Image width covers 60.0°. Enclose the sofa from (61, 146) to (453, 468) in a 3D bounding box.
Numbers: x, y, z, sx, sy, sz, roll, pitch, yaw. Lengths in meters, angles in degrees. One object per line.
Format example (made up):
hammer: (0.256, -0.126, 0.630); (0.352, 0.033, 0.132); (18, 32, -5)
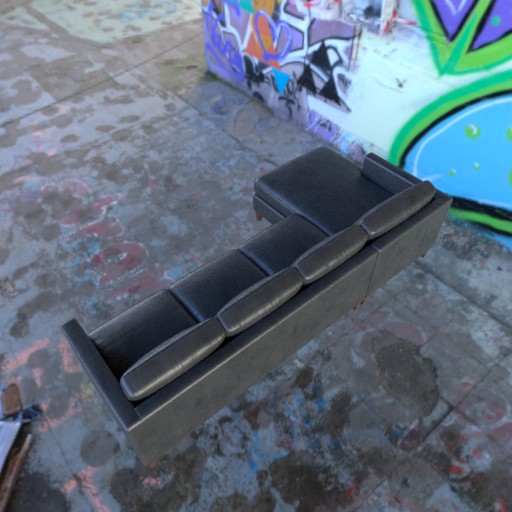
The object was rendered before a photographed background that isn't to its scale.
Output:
sofa: (0.000, 0.000, 3.810); (3.203, 0.883, 1.581); (-31, 54, -26)
